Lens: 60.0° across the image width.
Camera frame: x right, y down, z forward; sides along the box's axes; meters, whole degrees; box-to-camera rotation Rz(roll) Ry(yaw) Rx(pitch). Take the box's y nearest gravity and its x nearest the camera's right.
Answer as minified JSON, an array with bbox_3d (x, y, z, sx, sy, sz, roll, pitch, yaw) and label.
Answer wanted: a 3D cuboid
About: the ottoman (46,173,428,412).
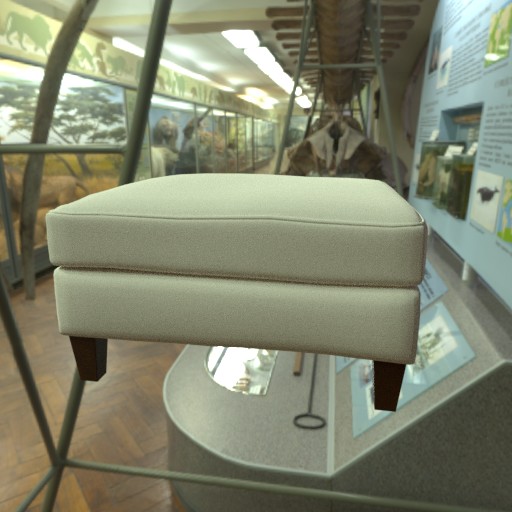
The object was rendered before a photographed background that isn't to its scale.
[{"bbox_3d":[0.000,0.000,1.345,0.838,0.479,0.838,3,15,10],"label":"ottoman"}]
